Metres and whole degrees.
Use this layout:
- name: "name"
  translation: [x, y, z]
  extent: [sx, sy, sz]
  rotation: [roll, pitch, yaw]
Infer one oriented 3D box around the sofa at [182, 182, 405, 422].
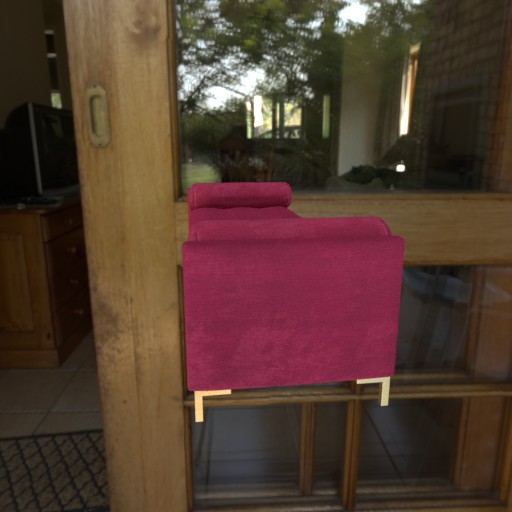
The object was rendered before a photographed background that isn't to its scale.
- name: "sofa"
  translation: [0.000, 0.000, 2.550]
  extent: [0.796, 0.705, 2.102]
  rotation: [-2, 14, -8]
